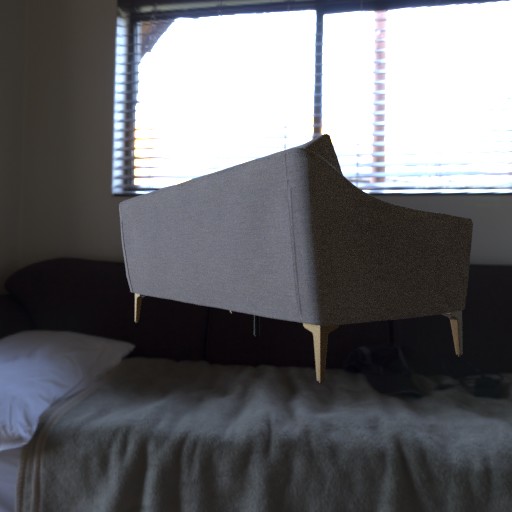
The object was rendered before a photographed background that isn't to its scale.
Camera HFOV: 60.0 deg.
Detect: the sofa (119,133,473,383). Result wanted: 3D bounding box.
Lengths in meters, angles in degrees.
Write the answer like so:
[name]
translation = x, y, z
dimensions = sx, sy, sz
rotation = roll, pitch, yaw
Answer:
[sofa]
translation = 0.000, 0.000, 2.527
dimensions = 0.980, 0.913, 2.036
rotation = 0, 0, -36
